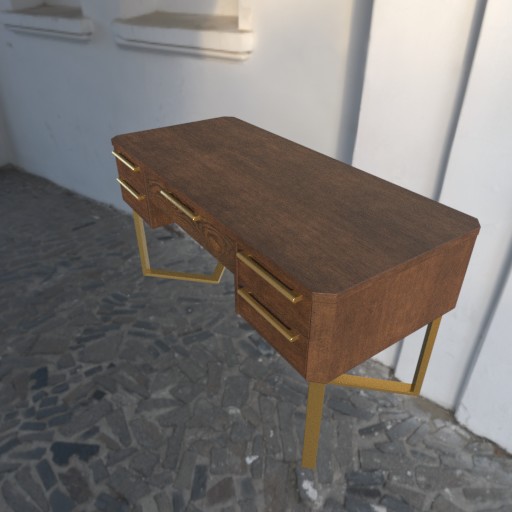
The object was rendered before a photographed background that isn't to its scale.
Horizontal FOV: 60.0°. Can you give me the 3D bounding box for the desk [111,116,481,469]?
[{"bbox_3d":[0.000,0.000,1.890,0.684,0.762,1.479,-20,38,-29],"label":"desk"}]
